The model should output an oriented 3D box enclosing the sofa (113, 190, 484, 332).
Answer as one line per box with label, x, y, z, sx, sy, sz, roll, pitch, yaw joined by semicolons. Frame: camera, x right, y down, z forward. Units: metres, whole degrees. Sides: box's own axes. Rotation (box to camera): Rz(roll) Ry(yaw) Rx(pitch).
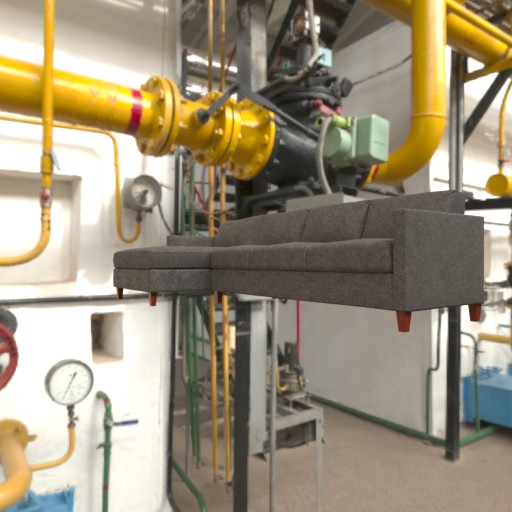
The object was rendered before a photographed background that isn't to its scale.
sofa;0.000;0.000;4.101;1.606;0.954;3.471;1;-1;-35
